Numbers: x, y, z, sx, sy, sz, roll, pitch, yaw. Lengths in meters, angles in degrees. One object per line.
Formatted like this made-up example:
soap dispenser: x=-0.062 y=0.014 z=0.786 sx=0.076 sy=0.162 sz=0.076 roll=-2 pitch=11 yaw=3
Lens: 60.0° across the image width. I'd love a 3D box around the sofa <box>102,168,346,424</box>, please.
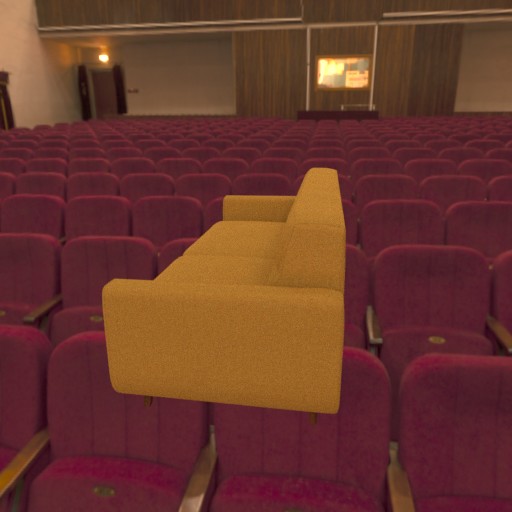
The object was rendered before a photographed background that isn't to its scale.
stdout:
sofa: x=0.000 y=0.000 z=2.503 sx=0.909 sy=0.841 sz=2.029 roll=3 pitch=17 yaw=9
